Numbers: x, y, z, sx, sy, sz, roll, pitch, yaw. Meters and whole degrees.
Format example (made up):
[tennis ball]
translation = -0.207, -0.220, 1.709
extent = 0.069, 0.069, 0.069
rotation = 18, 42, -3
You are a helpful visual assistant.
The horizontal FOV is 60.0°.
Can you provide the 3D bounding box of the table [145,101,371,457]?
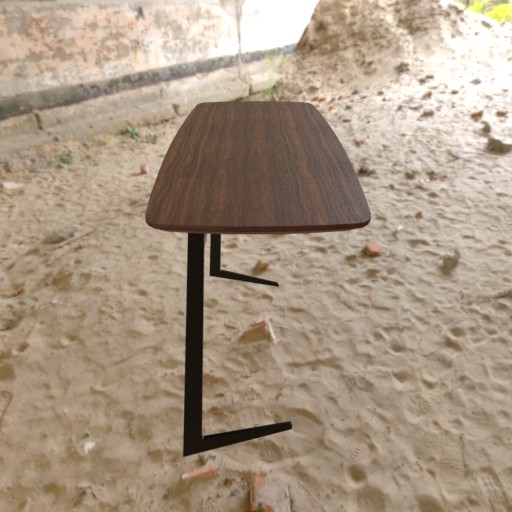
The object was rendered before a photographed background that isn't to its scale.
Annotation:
[table]
translation = 0.000, 0.000, 1.102
extent = 0.361, 0.576, 0.804
rotation = 0, 31, 0
